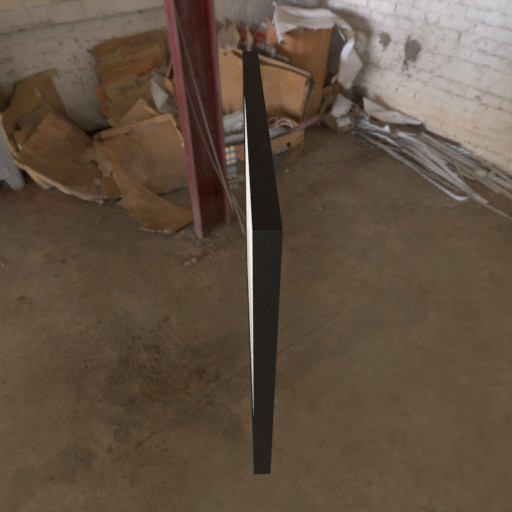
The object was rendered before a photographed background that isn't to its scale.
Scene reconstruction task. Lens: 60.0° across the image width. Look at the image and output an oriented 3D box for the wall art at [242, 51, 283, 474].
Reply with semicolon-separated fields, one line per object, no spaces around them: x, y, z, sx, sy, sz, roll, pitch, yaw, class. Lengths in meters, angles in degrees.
0.000;0.000;0.757;0.028;0.511;0.513;-2;41;-2;wall art
